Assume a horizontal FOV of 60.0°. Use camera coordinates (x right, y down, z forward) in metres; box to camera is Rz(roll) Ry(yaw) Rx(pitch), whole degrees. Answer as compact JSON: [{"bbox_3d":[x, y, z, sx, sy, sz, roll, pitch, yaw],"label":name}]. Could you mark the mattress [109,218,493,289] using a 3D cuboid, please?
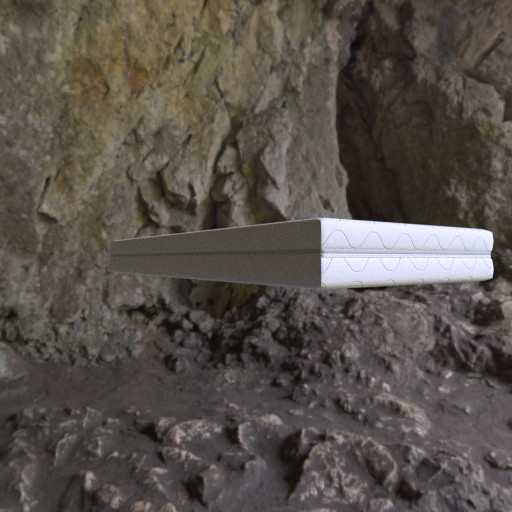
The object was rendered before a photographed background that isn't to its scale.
[{"bbox_3d":[0.000,0.000,2.218,0.900,0.200,1.900,0,0,-35],"label":"mattress"}]
